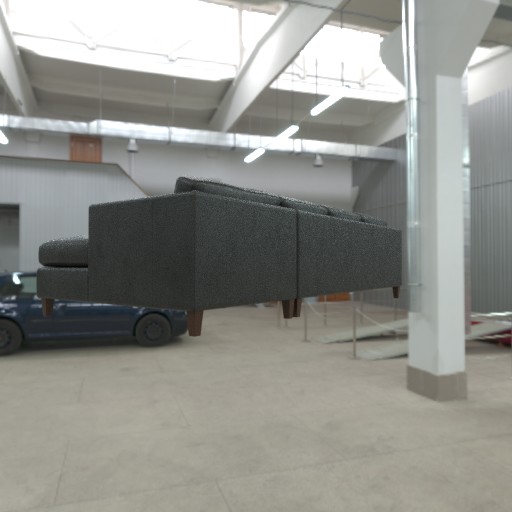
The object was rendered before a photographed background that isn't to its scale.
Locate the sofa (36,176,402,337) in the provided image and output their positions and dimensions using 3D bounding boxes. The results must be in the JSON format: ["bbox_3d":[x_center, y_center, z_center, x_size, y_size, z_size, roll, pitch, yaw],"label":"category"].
[{"bbox_3d":[0.000,0.000,3.983,1.581,0.883,3.203,-1,-1,36],"label":"sofa"}]
